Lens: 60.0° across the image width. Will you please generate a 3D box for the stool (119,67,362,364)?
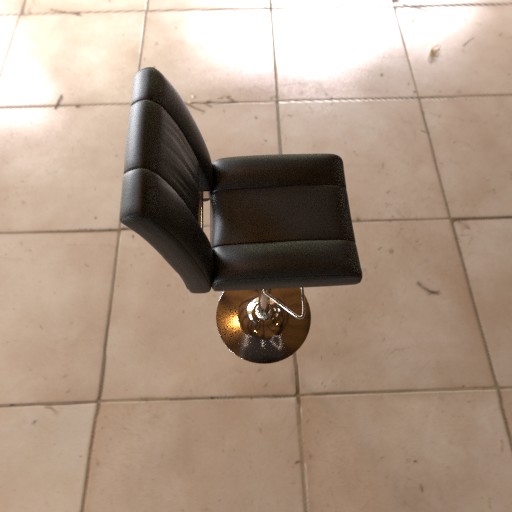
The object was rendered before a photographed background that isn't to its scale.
[{"bbox_3d":[0.000,0.000,1.389,0.520,1.151,0.415,-3,63,-1],"label":"stool"}]
